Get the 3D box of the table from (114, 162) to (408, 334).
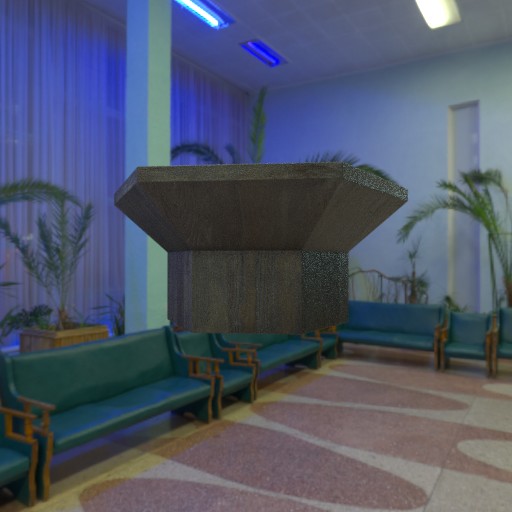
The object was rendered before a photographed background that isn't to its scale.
[{"bbox_3d":[0.000,0.000,1.673,0.966,0.488,1.115,0,-1,36],"label":"table"}]
